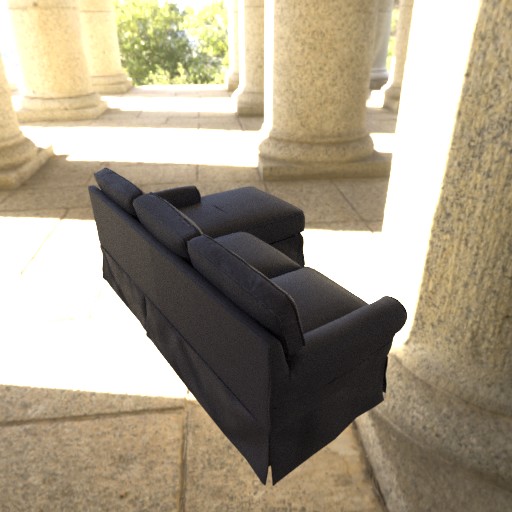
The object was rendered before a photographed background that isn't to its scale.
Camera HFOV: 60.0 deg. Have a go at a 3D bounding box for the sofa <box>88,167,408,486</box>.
[{"bbox_3d":[0.000,0.000,3.241,1.637,1.039,2.518,-18,33,-31],"label":"sofa"}]
